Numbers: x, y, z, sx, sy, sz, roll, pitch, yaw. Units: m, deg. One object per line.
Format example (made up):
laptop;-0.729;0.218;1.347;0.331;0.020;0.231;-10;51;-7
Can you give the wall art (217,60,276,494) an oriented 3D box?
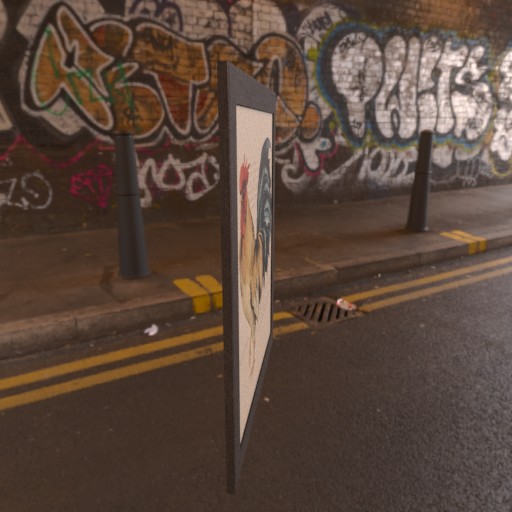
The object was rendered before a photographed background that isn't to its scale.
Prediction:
wall art;0.000;0.000;0.777;0.013;0.570;0.476;2;16;8
